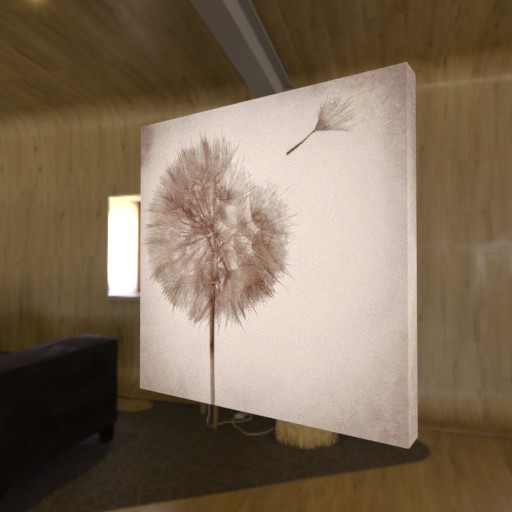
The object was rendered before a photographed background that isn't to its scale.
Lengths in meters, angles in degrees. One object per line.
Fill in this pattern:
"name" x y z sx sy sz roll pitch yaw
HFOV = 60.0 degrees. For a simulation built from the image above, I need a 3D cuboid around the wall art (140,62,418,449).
"wall art" 0.000 0.000 0.442 0.303 0.303 0.028 -1 -1 33
